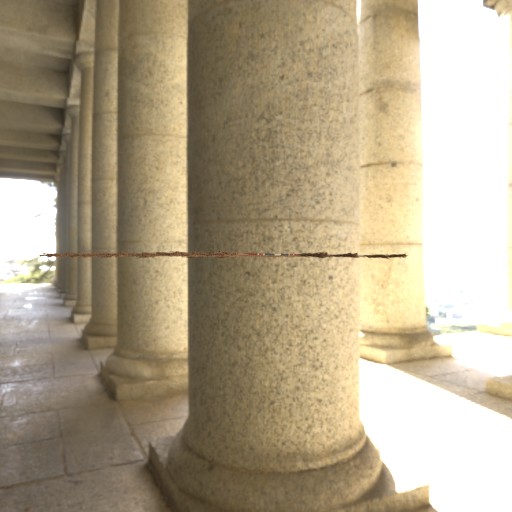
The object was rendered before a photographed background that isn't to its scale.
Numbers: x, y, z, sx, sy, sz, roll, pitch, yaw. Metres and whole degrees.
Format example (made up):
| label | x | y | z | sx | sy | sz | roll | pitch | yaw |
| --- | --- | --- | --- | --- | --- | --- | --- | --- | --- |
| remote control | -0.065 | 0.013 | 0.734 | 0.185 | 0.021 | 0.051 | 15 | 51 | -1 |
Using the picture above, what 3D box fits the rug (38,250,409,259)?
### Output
| label | x | y | z | sx | sy | sz | roll | pitch | yaw |
| --- | --- | --- | --- | --- | --- | --- | --- | --- | --- |
| rug | 0.000 | 0.000 | 3.194 | 1.778 | 0.048 | 2.450 | 0 | 0 | 35 |
